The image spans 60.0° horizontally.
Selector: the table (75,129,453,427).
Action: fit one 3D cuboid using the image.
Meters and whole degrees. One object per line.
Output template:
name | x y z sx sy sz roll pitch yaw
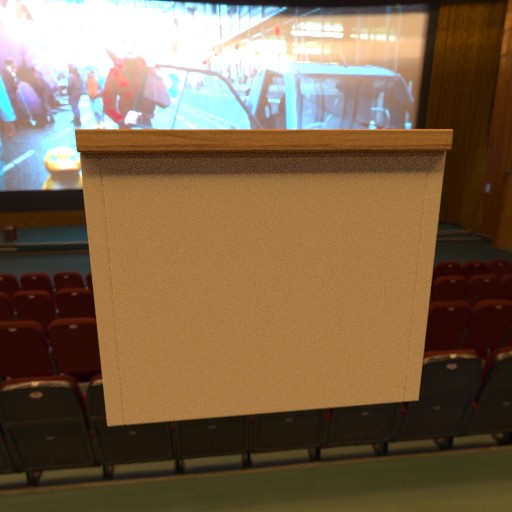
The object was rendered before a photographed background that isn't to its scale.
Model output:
table | 0.000 0.000 0.806 0.500 0.440 0.360 -2 16 -8
